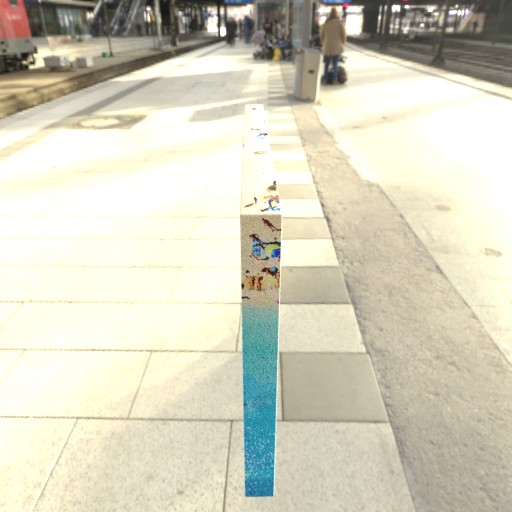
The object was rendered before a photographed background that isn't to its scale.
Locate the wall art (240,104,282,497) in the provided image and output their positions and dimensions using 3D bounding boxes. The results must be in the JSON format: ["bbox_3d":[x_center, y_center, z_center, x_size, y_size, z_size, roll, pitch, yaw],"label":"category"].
[{"bbox_3d":[0.000,0.000,1.123,0.057,0.595,0.894,0,28,-1],"label":"wall art"}]
